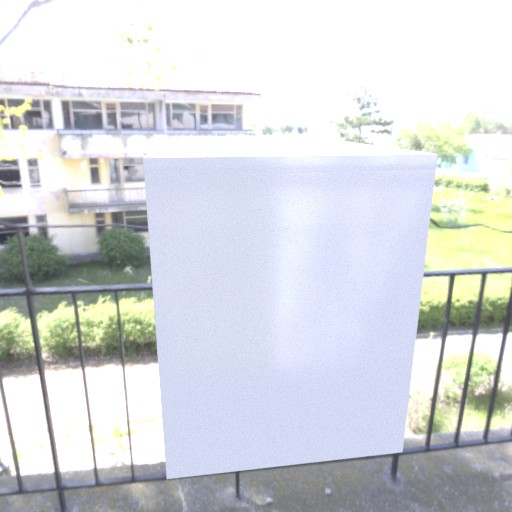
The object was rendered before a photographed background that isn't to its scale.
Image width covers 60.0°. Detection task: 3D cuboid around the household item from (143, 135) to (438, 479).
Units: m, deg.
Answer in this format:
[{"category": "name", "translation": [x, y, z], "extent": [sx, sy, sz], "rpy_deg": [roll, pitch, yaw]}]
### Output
[{"category": "household item", "translation": [0.000, 0.000, 1.506], "extent": [0.597, 0.749, 1.100], "rpy_deg": [-3, 17, -8]}]
